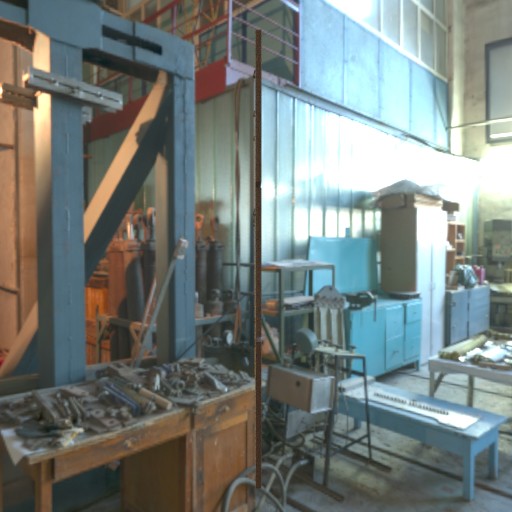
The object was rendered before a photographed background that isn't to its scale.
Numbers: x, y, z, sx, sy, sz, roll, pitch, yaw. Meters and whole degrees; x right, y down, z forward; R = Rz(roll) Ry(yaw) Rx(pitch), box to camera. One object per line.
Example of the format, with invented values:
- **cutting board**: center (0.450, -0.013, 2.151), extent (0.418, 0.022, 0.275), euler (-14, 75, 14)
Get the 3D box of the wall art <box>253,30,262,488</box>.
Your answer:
- **wall art**: center (0.000, 0.000, 1.786), extent (0.024, 1.218, 1.221), euler (0, 2, 0)
